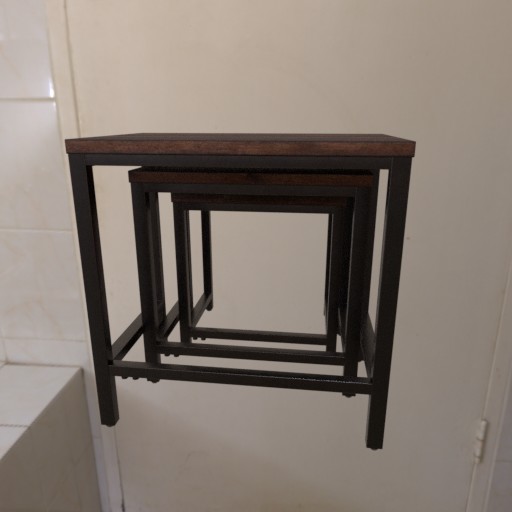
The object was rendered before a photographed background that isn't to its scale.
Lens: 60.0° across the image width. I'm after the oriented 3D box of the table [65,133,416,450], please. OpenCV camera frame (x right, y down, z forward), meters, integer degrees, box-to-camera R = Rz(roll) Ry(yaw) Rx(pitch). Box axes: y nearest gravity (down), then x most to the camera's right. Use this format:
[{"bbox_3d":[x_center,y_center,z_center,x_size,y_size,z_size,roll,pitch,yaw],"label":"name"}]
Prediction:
[{"bbox_3d":[0.000,0.000,1.159,0.608,0.616,0.660,2,17,7],"label":"table"}]
